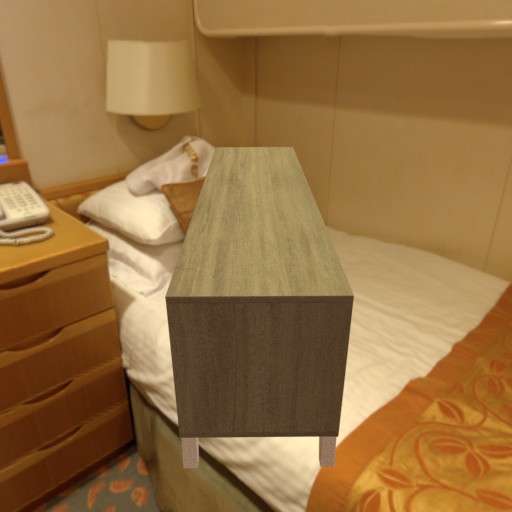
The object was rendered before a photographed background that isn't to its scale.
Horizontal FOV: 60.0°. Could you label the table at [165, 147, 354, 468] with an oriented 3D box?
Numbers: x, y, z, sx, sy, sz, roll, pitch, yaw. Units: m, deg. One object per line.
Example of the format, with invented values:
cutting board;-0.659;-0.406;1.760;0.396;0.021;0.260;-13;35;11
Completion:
table;0.000;0.000;1.729;0.400;0.530;1.500;0;26;-1
